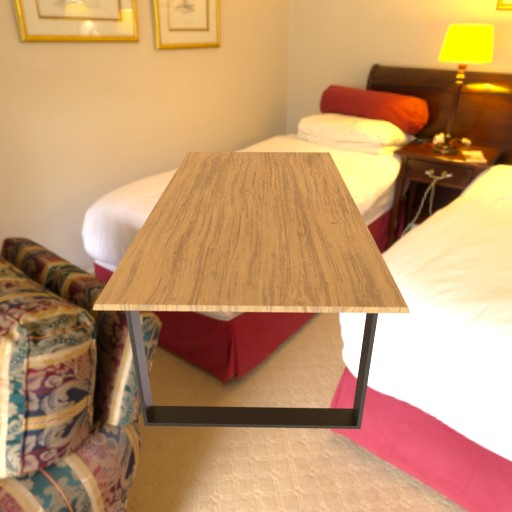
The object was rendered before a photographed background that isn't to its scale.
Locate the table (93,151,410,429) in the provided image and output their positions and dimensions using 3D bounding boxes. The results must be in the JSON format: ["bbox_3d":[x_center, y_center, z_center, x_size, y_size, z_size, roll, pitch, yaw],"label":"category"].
[{"bbox_3d":[0.000,0.000,1.655,0.693,0.445,1.331,0,27,1],"label":"table"}]
